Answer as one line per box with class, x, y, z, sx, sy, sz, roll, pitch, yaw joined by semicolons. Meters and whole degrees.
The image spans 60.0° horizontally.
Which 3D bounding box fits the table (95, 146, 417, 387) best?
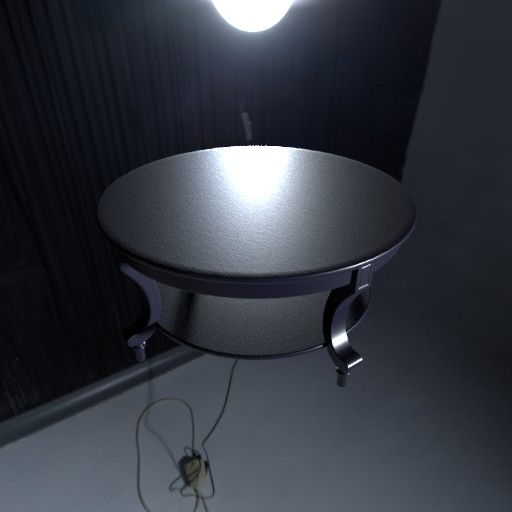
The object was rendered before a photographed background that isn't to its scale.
table;0.000;0.000;1.602;1.029;0.491;1.029;0;31;0
